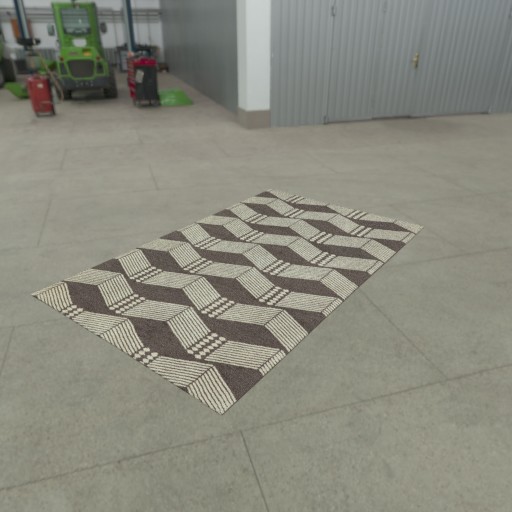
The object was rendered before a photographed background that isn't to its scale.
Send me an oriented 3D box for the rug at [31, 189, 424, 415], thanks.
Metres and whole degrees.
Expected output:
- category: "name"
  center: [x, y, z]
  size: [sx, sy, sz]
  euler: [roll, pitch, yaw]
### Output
- category: "rug"
  center: [0.000, 0.000, 3.088]
  size: [1.517, 0.011, 2.435]
  euler: [19, 33, 33]
